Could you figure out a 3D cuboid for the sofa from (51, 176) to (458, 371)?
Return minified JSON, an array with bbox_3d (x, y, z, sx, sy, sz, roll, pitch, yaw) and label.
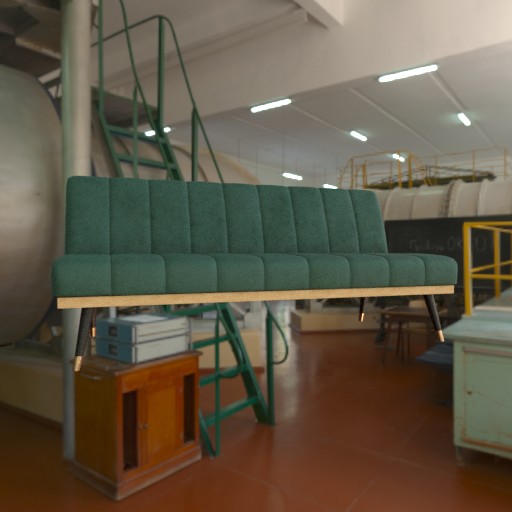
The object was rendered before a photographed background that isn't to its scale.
[{"bbox_3d":[0.000,0.000,2.233,1.810,0.820,0.830,0,1,-19],"label":"sofa"}]
